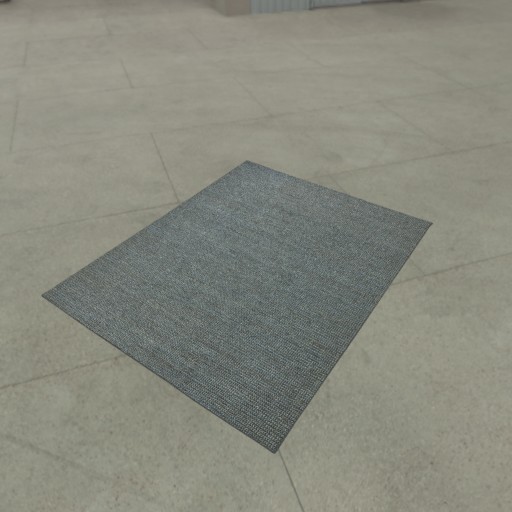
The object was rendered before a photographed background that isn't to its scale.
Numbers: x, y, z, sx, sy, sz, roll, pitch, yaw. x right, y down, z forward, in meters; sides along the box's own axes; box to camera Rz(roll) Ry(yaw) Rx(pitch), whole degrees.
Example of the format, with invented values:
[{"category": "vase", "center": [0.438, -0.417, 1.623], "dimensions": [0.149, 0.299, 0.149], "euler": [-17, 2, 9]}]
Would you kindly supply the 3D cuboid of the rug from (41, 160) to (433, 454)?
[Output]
[{"category": "rug", "center": [0.000, 0.000, 4.290], "dimensions": [2.456, 0.021, 3.068], "euler": [24, 46, 26]}]
